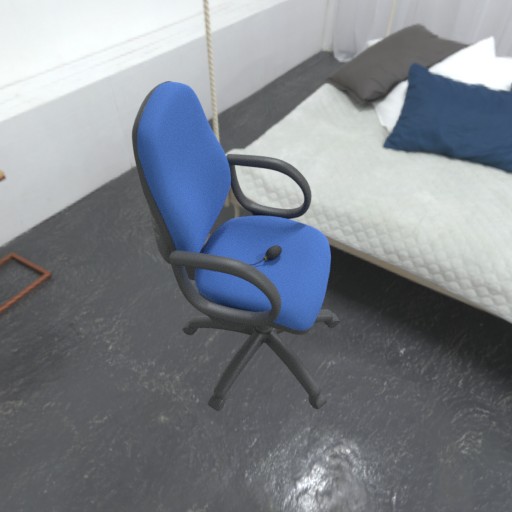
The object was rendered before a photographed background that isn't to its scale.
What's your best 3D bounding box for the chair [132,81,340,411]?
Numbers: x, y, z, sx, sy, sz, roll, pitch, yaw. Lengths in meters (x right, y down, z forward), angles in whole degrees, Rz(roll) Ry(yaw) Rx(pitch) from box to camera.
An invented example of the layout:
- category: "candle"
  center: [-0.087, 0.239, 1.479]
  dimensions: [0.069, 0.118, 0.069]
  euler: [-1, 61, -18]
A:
- category: "chair"
  center: [0.000, 0.000, 1.259]
  dimensions: [0.549, 0.905, 0.552]
  euler: [11, 46, 10]
